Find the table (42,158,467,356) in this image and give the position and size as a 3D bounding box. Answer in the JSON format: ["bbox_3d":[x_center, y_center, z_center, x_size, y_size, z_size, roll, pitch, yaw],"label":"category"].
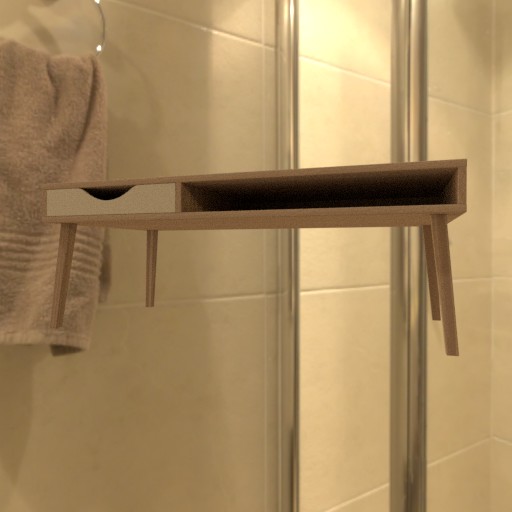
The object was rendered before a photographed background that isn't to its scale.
[{"bbox_3d":[0.000,0.000,1.472,1.200,0.450,0.600,0,1,19],"label":"table"}]
